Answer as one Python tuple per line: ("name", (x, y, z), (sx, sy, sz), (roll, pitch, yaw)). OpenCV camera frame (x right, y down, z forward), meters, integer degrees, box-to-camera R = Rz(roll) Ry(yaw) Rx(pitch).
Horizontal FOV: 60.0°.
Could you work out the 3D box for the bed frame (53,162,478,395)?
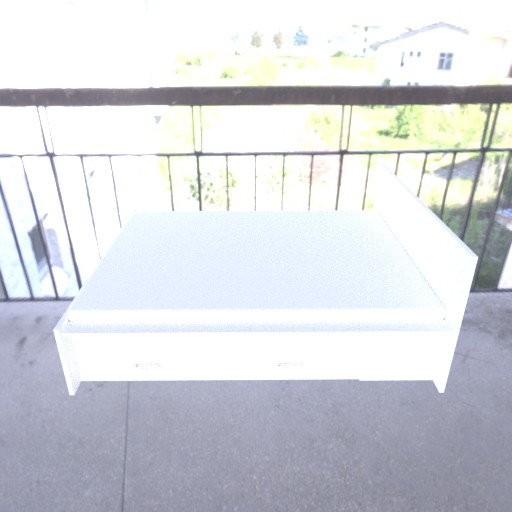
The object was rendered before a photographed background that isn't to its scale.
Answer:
("bed frame", (0.000, 0.000, 2.865), (1.960, 0.800, 1.622), (0, 27, 0))
